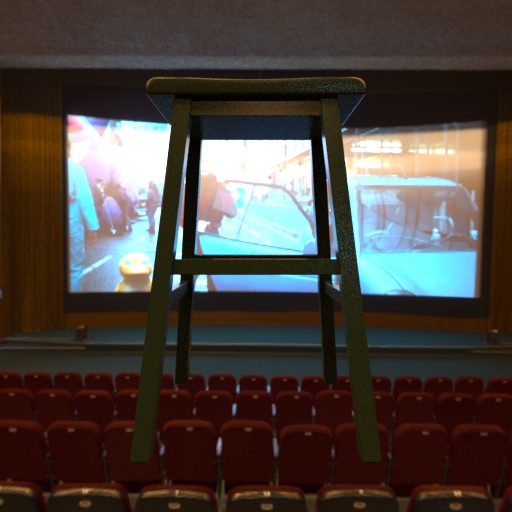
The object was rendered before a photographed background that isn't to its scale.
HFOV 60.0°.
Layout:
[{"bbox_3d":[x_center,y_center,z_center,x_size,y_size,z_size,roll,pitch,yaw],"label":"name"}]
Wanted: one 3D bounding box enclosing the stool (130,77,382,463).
[{"bbox_3d":[0.000,0.000,1.030,0.457,0.737,0.476,0,2,0],"label":"stool"}]
